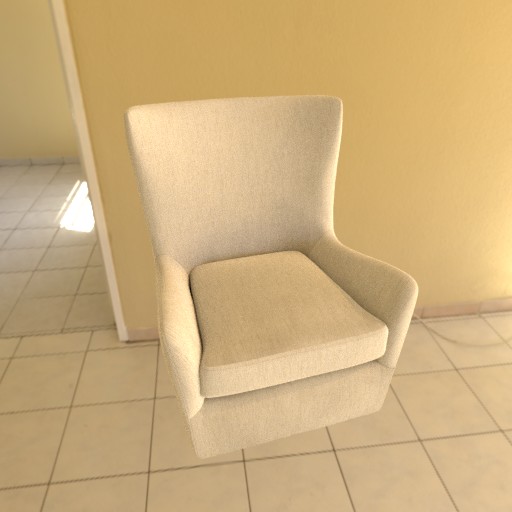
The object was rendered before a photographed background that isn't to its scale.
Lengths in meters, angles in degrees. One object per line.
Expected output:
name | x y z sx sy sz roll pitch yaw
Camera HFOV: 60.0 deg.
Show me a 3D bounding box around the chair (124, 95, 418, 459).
chair | 0.000 0.000 1.610 0.779 1.000 0.904 -9 31 -15
